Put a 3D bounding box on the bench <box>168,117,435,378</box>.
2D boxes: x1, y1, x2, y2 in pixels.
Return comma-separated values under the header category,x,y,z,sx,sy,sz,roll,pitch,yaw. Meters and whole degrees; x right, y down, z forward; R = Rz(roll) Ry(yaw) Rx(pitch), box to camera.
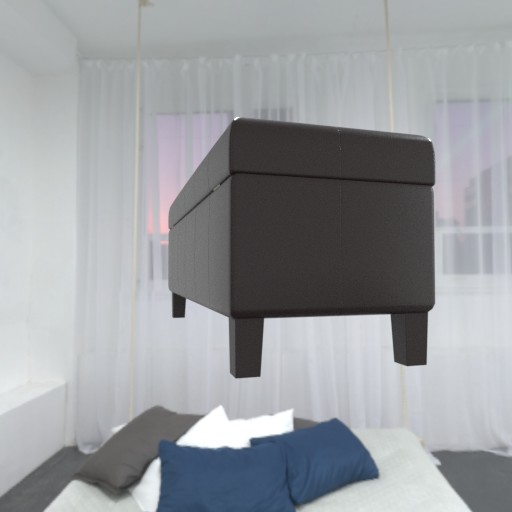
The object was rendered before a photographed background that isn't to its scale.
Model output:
category,x,y,z,sx,sy,sz,roll,pitch,yaw
bench,0.000,0.000,1.326,0.429,0.457,1.092,1,-2,-17
